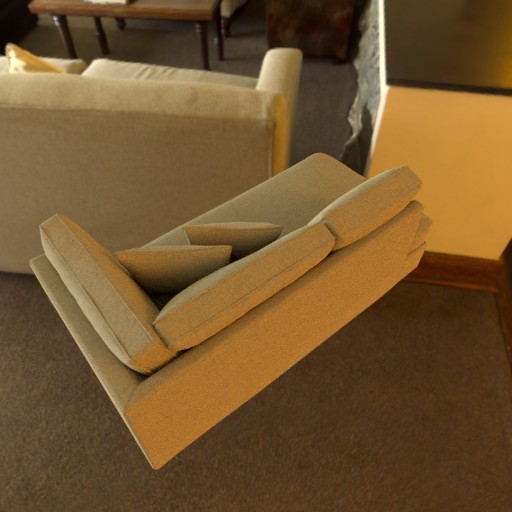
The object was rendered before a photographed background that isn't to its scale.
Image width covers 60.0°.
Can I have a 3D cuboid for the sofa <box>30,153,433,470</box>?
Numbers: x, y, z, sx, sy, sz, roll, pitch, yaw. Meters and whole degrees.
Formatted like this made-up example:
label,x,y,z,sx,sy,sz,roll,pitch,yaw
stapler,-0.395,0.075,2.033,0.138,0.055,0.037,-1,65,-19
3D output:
label,x,y,z,sx,sy,sz,roll,pitch,yaw
sofa,0.000,0.000,2.737,2.238,1.019,1.110,-31,56,-25
